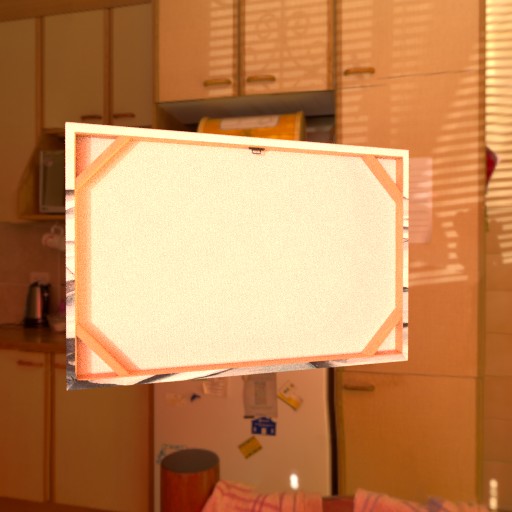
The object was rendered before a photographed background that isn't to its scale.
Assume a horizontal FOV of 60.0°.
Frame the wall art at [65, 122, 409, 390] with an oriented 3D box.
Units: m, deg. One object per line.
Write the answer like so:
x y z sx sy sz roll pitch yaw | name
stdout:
0.000 0.000 1.159 0.914 0.609 0.039 0 1 -18 | wall art
